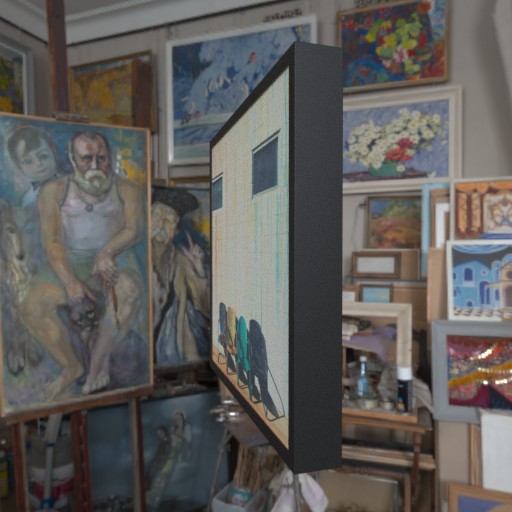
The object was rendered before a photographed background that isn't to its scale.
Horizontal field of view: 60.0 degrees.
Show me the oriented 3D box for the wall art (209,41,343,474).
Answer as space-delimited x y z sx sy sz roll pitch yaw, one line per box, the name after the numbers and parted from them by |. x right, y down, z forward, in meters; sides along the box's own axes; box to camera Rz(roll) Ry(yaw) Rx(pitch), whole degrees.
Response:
0.000 0.000 0.460 0.038 0.304 0.304 0 1 -17 | wall art
